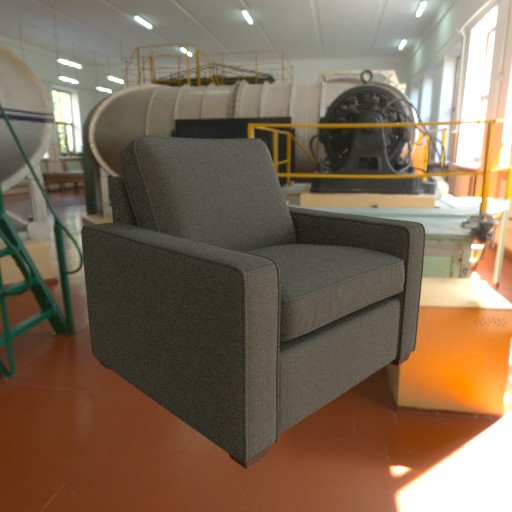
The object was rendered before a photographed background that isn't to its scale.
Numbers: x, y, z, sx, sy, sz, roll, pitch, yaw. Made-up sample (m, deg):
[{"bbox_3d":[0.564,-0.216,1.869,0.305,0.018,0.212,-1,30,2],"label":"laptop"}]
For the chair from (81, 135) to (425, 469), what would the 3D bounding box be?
[{"bbox_3d":[0.000,0.000,1.740,1.017,0.919,0.940,-13,19,-43],"label":"chair"}]
